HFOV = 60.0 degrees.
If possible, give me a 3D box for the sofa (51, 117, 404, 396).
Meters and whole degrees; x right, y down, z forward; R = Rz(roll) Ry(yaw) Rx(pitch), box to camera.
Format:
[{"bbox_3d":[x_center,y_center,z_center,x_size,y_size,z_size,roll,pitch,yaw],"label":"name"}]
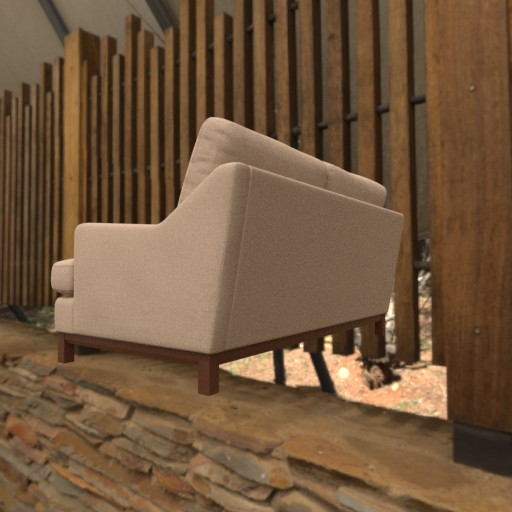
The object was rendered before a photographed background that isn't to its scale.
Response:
[{"bbox_3d":[0.000,0.000,2.226,1.004,0.910,1.619,-1,-2,36],"label":"sofa"}]
